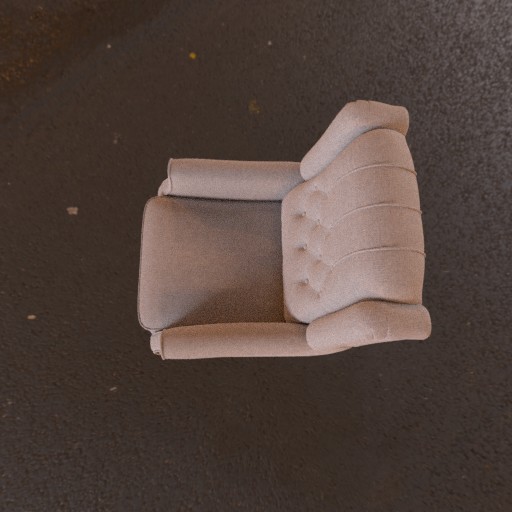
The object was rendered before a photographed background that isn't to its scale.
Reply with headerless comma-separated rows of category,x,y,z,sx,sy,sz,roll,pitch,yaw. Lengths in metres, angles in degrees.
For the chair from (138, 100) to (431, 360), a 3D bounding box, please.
chair,0.000,0.000,1.635,0.902,1.035,0.742,0,75,0
